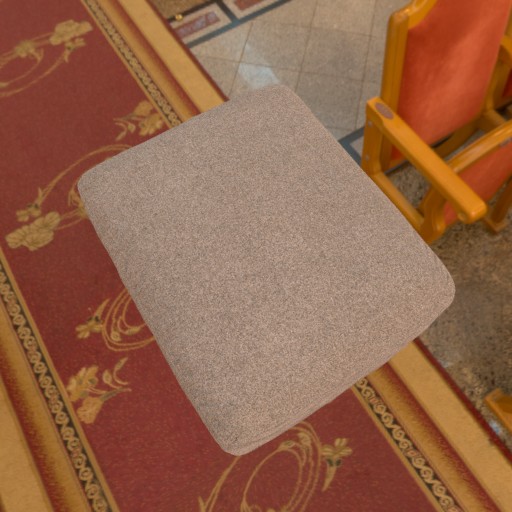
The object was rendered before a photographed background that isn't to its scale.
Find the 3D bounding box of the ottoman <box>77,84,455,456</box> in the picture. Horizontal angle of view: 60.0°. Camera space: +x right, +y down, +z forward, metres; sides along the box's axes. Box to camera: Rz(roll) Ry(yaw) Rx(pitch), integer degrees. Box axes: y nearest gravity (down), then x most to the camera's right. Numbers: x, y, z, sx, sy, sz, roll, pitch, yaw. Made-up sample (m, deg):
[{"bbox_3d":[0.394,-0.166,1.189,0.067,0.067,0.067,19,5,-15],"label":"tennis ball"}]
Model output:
[{"bbox_3d":[0.000,0.000,1.232,0.683,0.481,0.837,-30,68,-13],"label":"ottoman"}]
